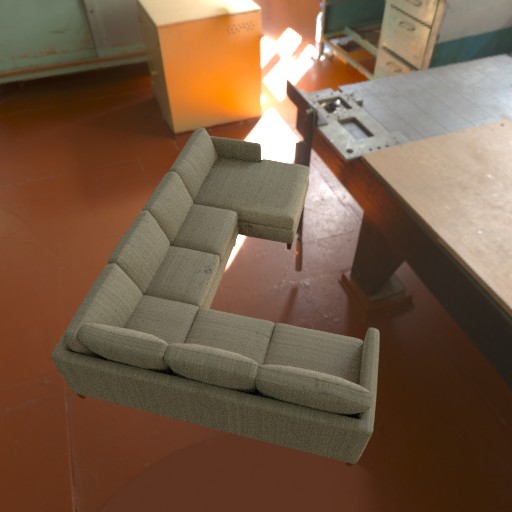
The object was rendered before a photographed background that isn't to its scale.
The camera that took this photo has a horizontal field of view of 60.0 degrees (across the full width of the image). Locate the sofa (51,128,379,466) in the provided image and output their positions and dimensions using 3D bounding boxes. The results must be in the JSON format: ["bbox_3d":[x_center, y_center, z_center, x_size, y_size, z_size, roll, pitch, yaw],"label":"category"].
[{"bbox_3d":[0.000,0.000,4.649,2.594,0.961,3.460,10,47,10],"label":"sofa"}]
